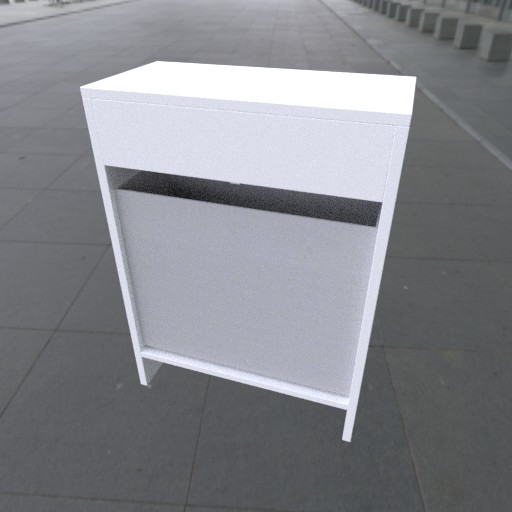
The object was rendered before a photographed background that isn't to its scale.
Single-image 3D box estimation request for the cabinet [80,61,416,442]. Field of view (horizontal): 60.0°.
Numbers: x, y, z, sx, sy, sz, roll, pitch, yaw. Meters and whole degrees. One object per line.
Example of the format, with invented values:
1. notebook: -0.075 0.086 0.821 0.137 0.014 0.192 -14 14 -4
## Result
1. cabinet: 0.000 0.000 1.091 0.600 0.815 0.296 10 34 15
